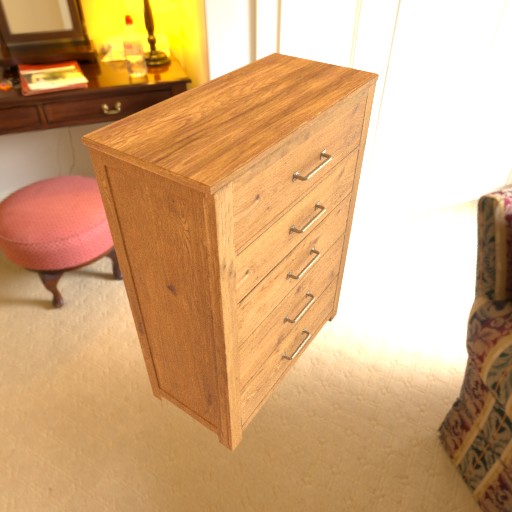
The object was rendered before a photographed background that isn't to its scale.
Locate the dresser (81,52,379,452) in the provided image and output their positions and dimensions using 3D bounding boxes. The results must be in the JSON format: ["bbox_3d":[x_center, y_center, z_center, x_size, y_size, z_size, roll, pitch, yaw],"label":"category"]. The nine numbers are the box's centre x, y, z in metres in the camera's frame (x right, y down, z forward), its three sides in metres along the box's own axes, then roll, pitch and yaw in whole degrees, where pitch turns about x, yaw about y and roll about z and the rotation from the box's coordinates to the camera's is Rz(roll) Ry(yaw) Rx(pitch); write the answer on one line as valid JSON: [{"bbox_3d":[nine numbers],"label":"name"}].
[{"bbox_3d":[0.000,0.000,2.033,0.558,1.431,1.081,25,46,26],"label":"dresser"}]
